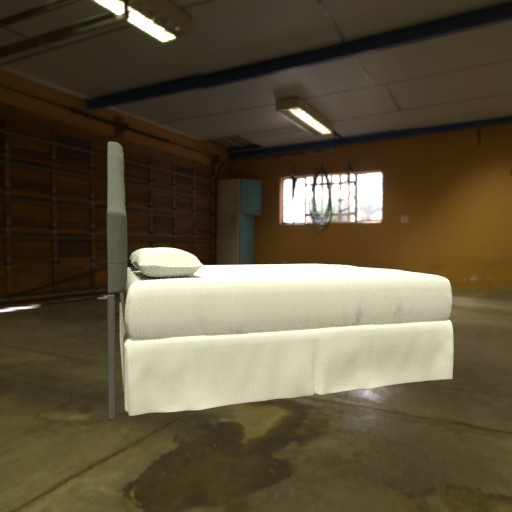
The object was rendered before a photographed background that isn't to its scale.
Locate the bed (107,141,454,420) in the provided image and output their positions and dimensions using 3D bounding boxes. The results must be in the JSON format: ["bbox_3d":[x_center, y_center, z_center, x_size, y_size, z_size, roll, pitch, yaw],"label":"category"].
[{"bbox_3d":[0.000,0.000,3.510,2.214,1.615,2.008,-1,2,-18],"label":"bed"}]
